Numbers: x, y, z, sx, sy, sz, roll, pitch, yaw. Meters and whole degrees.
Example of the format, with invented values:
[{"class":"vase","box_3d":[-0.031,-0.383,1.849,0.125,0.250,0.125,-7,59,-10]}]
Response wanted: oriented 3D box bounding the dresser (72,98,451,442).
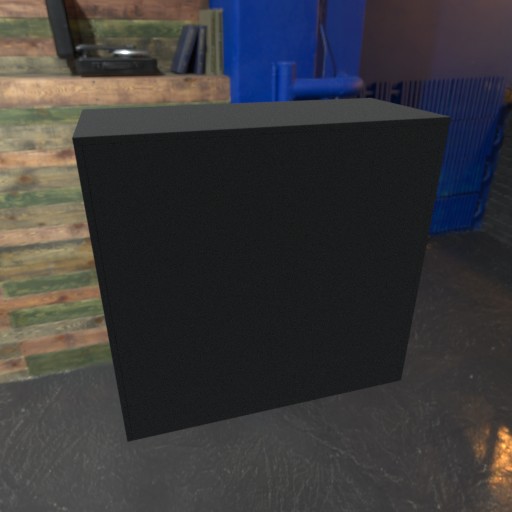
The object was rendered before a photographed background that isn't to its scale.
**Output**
[{"class":"dresser","box_3d":[0.000,0.000,1.153,0.750,0.720,0.360,-7,27,-15]}]
